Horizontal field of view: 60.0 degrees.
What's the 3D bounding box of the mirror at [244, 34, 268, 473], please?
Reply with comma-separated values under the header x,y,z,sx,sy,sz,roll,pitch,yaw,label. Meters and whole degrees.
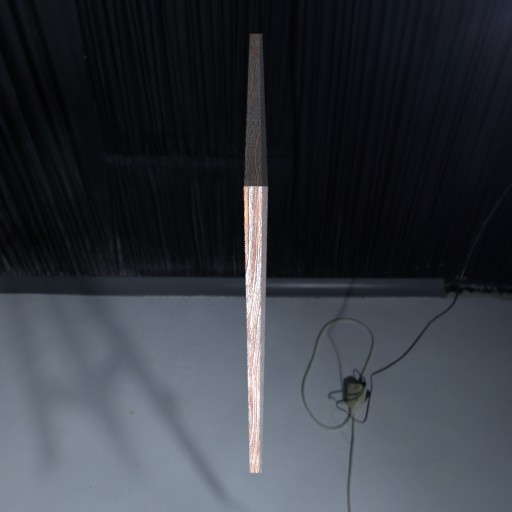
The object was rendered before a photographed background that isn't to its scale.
x,y,z,sx,sy,sz,roll,pitch,yaw,label
0.000,0.000,1.156,0.032,0.882,0.730,0,41,0,mirror
